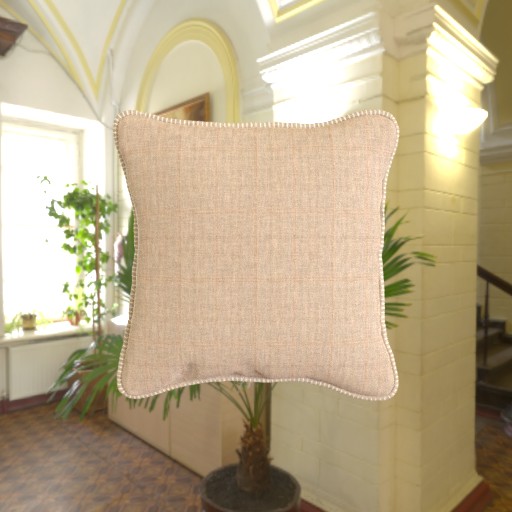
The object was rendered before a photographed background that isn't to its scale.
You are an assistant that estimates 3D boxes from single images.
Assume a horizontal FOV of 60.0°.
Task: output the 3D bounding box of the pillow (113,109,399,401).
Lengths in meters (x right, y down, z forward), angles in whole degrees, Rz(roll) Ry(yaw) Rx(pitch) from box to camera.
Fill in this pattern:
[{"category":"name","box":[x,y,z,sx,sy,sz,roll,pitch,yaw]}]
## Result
[{"category":"pillow","box":[0.000,0.000,0.754,0.485,0.494,0.124,0,1,1]}]
